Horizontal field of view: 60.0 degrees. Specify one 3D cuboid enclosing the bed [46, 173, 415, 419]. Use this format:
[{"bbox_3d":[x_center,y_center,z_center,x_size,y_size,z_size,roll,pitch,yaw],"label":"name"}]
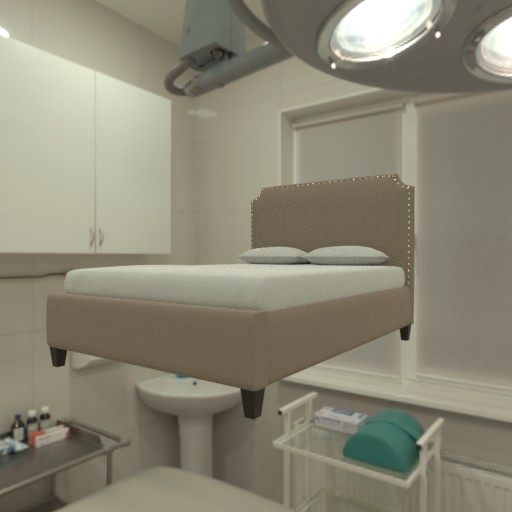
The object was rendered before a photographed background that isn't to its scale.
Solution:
[{"bbox_3d":[0.000,0.000,3.361,1.713,1.443,2.372,0,0,36],"label":"bed"}]
